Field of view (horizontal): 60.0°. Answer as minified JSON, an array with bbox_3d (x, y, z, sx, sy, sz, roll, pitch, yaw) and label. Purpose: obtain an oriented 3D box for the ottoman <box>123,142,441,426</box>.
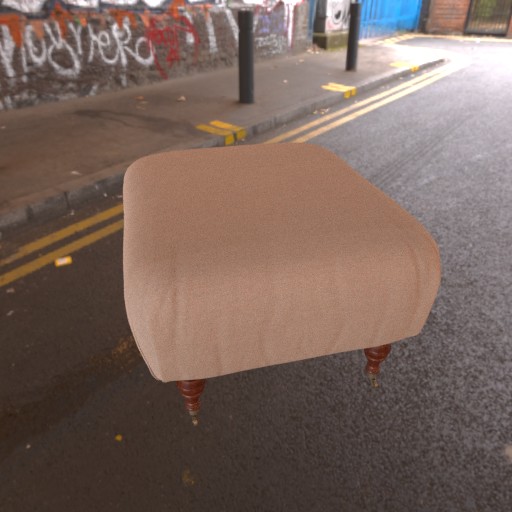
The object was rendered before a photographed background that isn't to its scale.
[{"bbox_3d":[0.000,0.000,1.168,0.639,0.450,0.746,-8,32,-12],"label":"ottoman"}]
